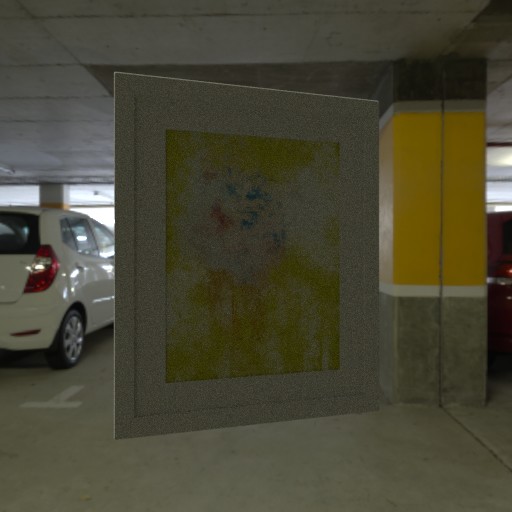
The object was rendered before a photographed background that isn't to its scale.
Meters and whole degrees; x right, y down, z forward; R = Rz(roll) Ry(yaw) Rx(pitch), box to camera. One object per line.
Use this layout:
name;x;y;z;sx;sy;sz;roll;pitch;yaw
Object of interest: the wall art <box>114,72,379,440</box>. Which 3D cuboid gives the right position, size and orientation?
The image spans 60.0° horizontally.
wall art;0.000;0.000;0.745;0.454;0.556;0.028;0;0;-16
